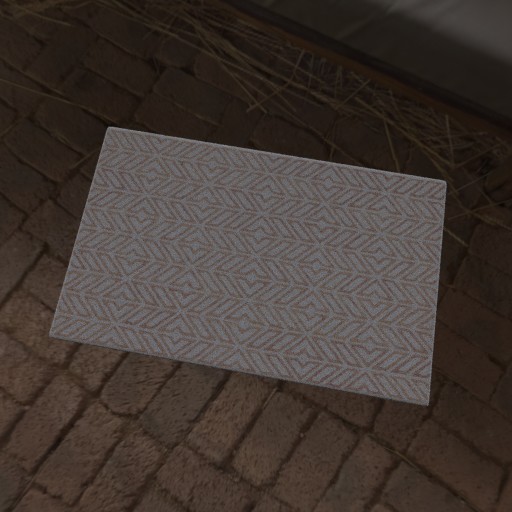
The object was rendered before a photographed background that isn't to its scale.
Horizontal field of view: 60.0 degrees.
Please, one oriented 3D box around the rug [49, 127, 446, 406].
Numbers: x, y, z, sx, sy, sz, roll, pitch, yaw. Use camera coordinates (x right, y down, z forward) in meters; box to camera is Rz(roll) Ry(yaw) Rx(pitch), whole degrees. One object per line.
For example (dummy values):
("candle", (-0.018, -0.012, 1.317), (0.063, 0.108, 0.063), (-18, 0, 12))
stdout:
("rug", (0.000, 0.000, 2.973), (2.438, 0.008, 1.523), (10, 77, 2))
